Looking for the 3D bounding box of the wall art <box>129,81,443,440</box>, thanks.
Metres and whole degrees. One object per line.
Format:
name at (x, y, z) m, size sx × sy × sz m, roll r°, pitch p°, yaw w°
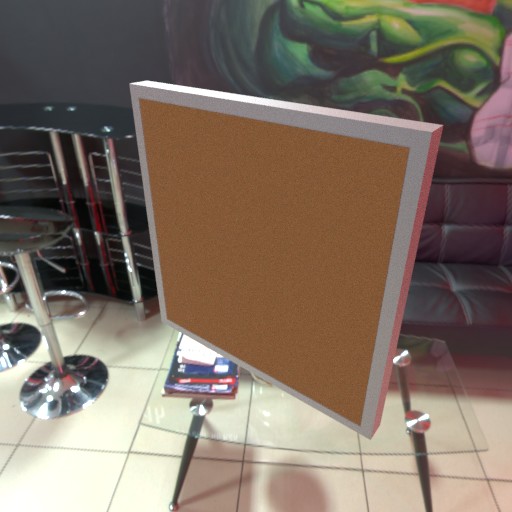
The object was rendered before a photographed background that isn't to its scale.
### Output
wall art at (0.000, 0.000, 0.749) m, size 0.506 × 0.506 × 0.038 m, roll 21°, pitch 36°, yaw 32°
